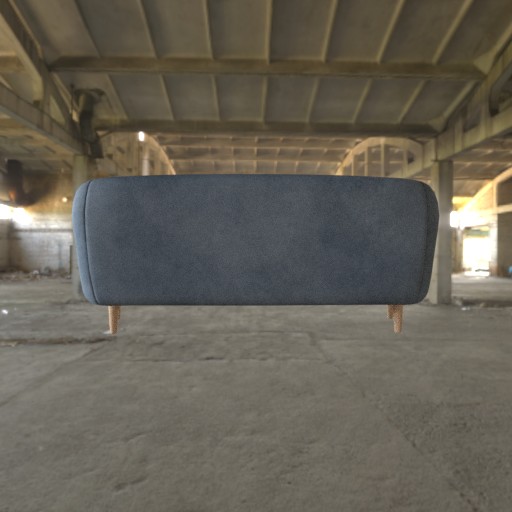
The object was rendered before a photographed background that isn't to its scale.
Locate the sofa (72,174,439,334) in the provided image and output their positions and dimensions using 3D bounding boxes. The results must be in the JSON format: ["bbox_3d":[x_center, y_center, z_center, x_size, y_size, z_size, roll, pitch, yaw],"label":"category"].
[{"bbox_3d":[0.000,0.000,2.504,2.095,0.795,0.849,0,0,-1],"label":"sofa"}]
